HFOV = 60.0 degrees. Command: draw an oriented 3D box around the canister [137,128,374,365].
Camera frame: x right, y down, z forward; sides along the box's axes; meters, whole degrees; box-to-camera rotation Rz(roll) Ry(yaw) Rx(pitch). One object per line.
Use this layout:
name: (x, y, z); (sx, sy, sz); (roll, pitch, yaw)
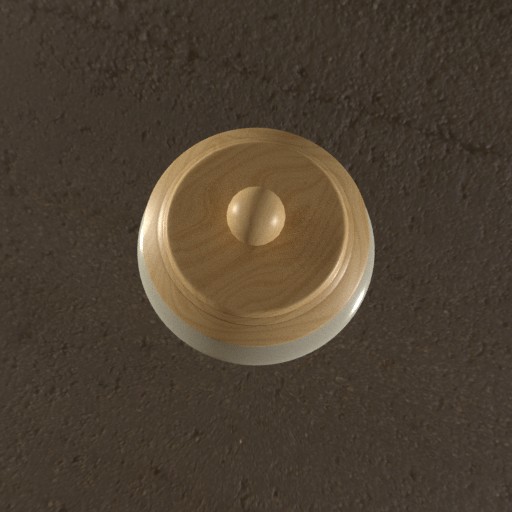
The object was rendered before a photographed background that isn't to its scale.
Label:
canister: (0.000, 0.000, 0.271); (0.130, 0.176, 0.130); (0, 76, 0)
